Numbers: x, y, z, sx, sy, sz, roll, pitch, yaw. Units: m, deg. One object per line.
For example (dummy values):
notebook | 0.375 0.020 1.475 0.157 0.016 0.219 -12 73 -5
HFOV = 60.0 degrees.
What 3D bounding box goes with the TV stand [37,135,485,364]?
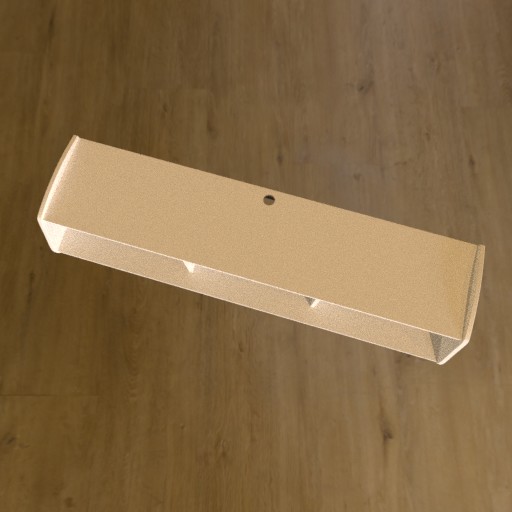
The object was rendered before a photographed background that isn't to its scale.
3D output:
TV stand | 0.000 0.000 1.667 1.473 0.424 0.397 16 75 4
